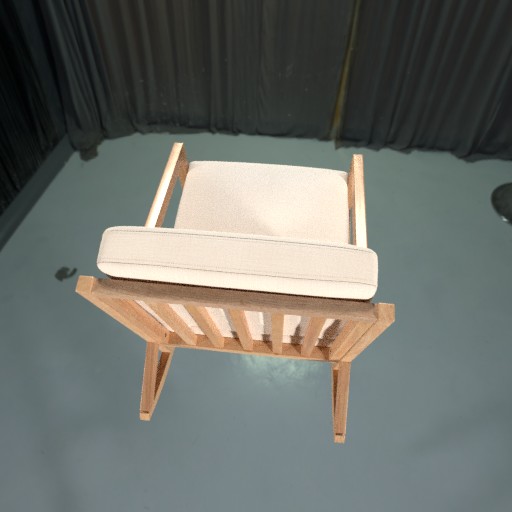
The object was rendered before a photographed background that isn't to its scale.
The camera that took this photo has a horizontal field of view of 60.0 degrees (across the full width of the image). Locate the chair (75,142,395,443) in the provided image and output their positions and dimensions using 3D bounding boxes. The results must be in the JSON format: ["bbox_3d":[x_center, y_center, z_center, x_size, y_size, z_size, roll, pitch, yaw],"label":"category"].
[{"bbox_3d":[0.000,0.000,1.374,0.622,0.790,0.857,5,47,4],"label":"chair"}]
